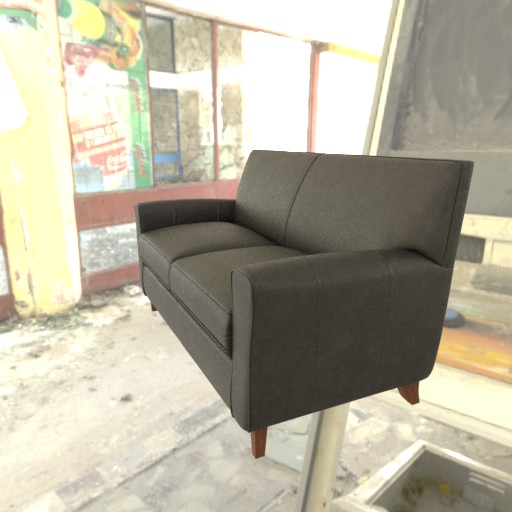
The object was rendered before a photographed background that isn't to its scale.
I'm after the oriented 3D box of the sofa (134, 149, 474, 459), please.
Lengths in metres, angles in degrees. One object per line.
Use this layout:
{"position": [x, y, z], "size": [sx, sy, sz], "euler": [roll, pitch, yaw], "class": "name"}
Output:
{"position": [0.000, 0.000, 1.939], "size": [0.787, 0.871, 1.473], "euler": [-7, 17, -25], "class": "sofa"}
